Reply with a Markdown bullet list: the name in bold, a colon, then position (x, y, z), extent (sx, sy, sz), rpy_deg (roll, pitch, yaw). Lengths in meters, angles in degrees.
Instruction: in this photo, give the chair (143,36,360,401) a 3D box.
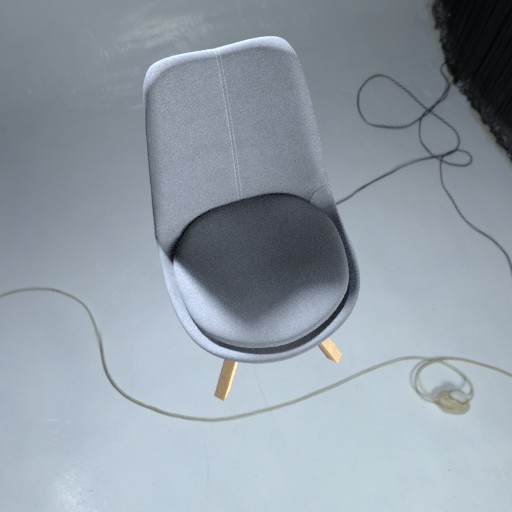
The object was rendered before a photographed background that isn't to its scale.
- **chair**: position (0.000, 0.000, 1.153), extent (0.474, 0.863, 0.549), rpy_deg (-16, 65, -8)
